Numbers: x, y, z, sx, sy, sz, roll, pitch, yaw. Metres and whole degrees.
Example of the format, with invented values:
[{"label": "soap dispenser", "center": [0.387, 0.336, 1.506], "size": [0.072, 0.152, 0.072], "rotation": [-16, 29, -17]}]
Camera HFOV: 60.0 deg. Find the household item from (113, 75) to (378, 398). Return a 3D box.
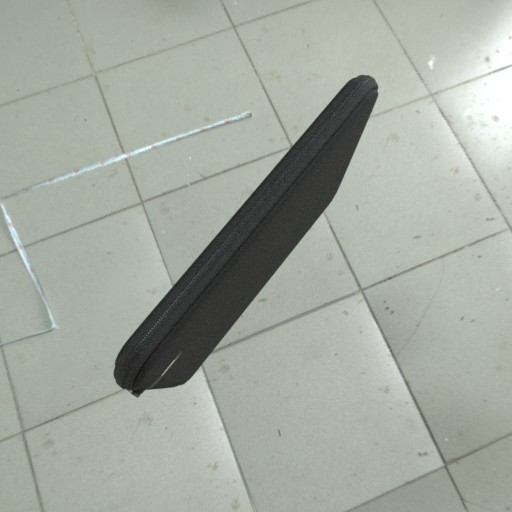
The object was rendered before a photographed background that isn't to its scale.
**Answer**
[{"label": "household item", "center": [0.000, 0.000, 0.530], "size": [0.030, 0.305, 0.396], "rotation": [37, 78, 10]}]
